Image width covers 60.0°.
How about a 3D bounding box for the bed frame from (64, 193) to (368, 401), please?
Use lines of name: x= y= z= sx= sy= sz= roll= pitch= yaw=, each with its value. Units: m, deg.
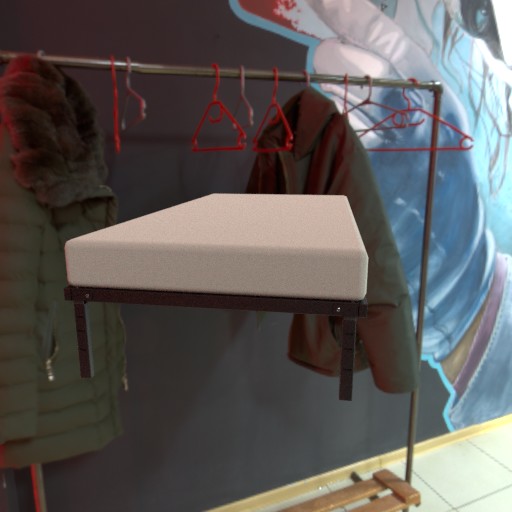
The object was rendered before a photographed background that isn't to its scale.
bed frame: x=0.000 y=0.000 z=3.237 sx=1.393 sy=0.680 sz=2.635 roll=2 pitch=13 yaw=9
